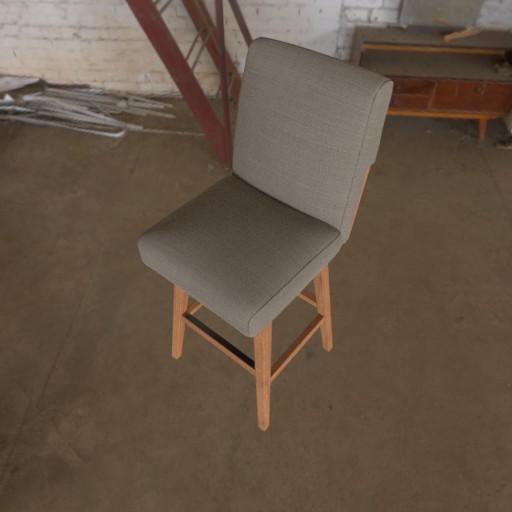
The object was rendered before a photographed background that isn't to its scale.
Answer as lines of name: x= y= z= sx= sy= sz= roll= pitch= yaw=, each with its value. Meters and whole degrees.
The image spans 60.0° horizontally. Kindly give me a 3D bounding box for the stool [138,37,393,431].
stool: x=0.000 y=0.000 z=1.410 sx=0.483 sy=1.112 sz=0.570 roll=31 pitch=55 yaw=26
